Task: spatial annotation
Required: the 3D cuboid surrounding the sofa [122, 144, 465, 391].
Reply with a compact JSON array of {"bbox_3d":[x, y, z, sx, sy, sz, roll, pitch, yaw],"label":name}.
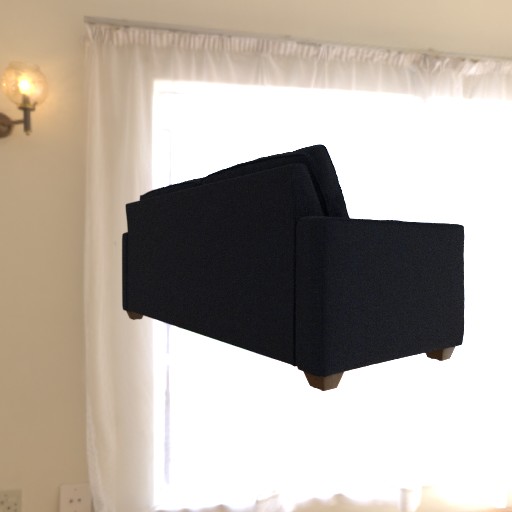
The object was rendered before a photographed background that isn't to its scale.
[{"bbox_3d":[0.000,0.000,2.585,0.940,0.919,2.080,-1,1,-35],"label":"sofa"}]
